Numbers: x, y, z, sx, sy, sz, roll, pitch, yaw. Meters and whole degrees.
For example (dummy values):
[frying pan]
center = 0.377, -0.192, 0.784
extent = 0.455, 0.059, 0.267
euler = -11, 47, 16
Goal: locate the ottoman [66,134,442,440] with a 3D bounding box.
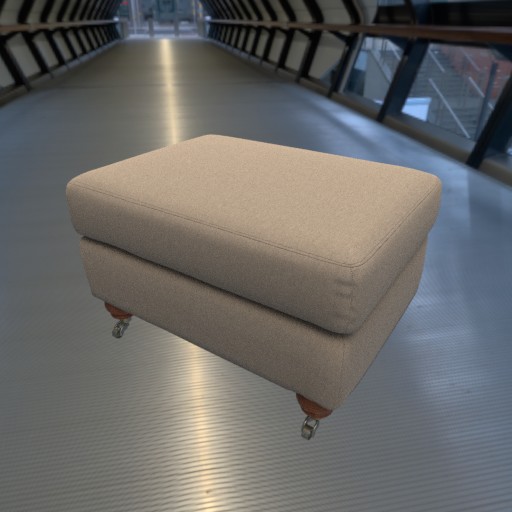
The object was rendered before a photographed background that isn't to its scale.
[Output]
[ottoman]
center = 0.000, 0.000, 1.166
extent = 0.773, 0.497, 0.574
euler = 18, 34, 29
